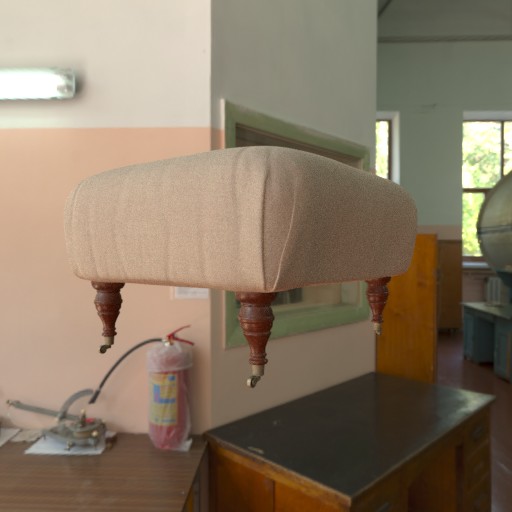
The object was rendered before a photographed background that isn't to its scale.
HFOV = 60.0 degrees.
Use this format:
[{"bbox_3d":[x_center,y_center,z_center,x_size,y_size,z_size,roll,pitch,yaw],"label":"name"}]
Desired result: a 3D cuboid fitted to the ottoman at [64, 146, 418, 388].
[{"bbox_3d":[0.000,0.000,1.143,0.639,0.450,0.746,0,1,36],"label":"ottoman"}]
